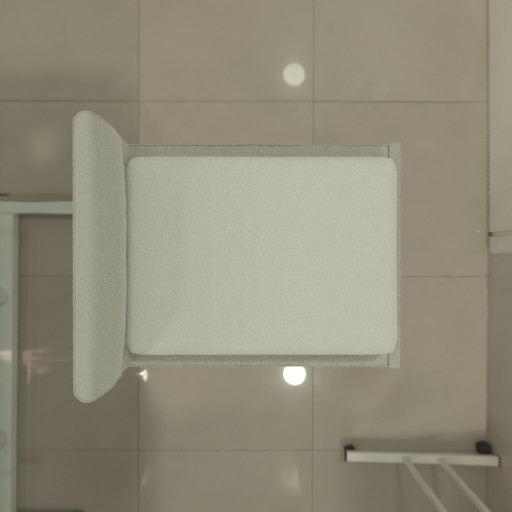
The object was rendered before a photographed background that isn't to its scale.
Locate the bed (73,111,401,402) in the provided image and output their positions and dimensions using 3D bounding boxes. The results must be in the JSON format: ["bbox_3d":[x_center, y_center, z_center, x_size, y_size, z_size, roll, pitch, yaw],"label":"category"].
[{"bbox_3d":[0.000,0.000,3.292,2.368,1.067,1.840,0,90,0],"label":"bed"}]
